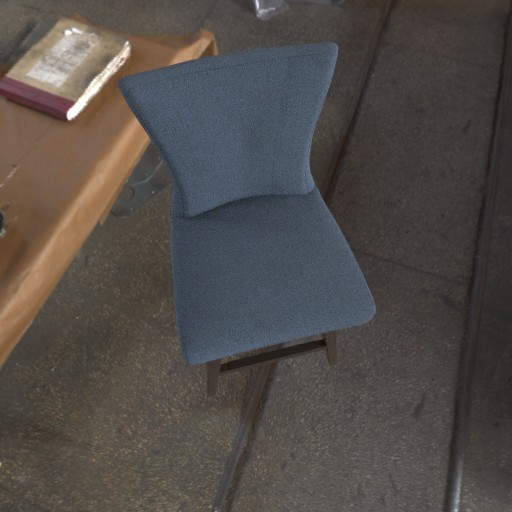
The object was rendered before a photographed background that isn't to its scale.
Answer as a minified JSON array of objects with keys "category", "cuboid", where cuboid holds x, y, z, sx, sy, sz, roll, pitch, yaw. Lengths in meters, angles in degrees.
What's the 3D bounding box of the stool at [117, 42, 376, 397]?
[{"category":"stool","cuboid":[0.000,0.000,1.316,0.514,1.000,0.574,-12,64,-6]}]
